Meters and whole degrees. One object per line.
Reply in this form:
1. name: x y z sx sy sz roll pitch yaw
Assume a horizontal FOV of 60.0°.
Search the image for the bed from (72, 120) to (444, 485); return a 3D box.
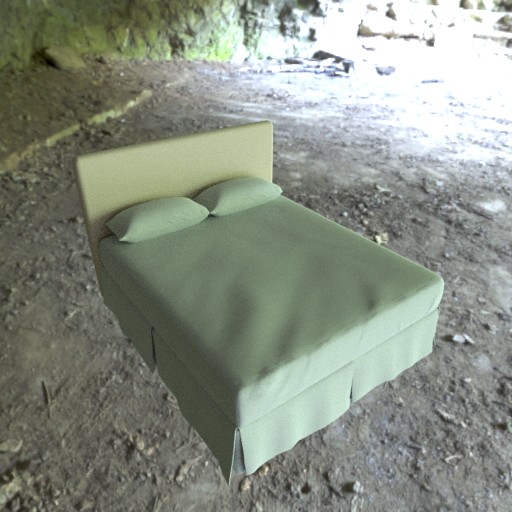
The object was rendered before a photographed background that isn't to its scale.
1. bed: 0.000 0.000 3.282 1.884 1.330 2.142 -21 37 -31
